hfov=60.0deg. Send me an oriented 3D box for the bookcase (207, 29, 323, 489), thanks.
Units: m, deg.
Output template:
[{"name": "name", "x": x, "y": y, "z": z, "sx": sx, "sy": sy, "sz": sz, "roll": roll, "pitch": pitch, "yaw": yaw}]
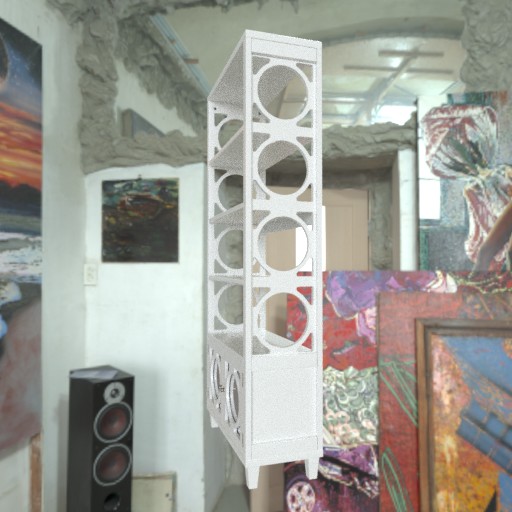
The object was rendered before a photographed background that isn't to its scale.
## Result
[{"name": "bookcase", "x": 0.000, "y": 0.000, "z": 2.156, "sx": 0.361, "sy": 1.869, "sz": 0.761, "roll": 0, "pitch": -1, "yaw": -18}]
